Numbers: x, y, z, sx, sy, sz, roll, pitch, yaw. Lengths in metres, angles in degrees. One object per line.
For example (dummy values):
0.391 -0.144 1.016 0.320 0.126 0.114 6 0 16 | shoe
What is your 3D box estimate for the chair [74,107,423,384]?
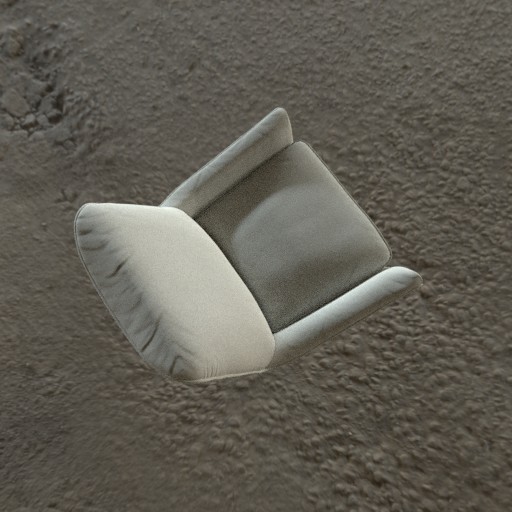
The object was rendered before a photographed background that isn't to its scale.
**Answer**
0.000 0.000 1.476 0.822 0.888 0.787 -34 78 -8 | chair
